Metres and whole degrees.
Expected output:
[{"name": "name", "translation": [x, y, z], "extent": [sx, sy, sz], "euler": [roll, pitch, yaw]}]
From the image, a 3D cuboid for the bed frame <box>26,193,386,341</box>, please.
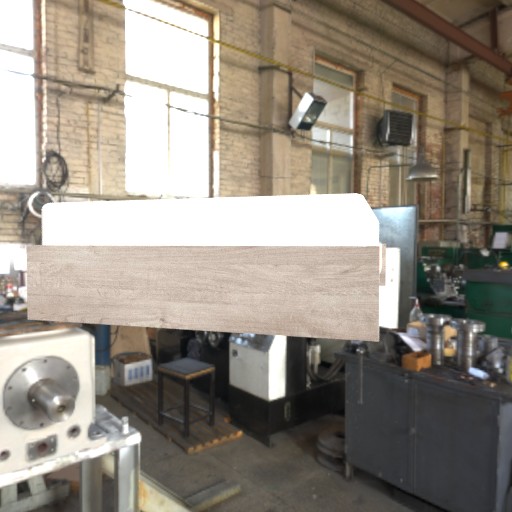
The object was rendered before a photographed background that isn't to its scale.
[{"name": "bed frame", "translation": [0.000, 0.000, 2.602], "extent": [1.445, 0.497, 1.945], "euler": [1, 2, 17]}]
